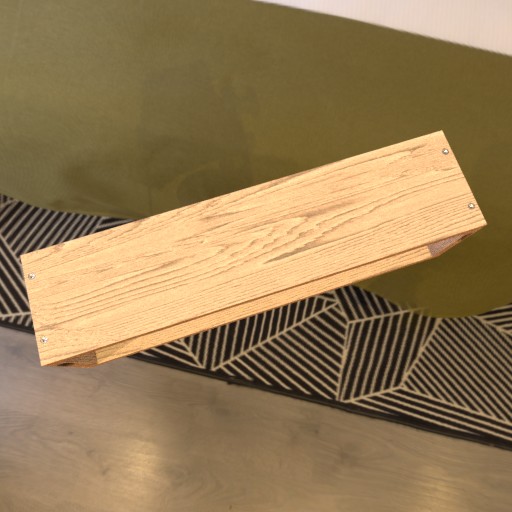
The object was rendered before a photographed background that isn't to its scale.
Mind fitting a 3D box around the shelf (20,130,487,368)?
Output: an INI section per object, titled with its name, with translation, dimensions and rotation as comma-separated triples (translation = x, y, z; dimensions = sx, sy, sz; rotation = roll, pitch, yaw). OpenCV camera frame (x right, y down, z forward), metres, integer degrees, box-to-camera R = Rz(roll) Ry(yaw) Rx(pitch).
[shelf]
translation = 0.000, 0.000, 0.676
dimensions = 0.610, 0.170, 0.150
rotation = -17, 76, -5
